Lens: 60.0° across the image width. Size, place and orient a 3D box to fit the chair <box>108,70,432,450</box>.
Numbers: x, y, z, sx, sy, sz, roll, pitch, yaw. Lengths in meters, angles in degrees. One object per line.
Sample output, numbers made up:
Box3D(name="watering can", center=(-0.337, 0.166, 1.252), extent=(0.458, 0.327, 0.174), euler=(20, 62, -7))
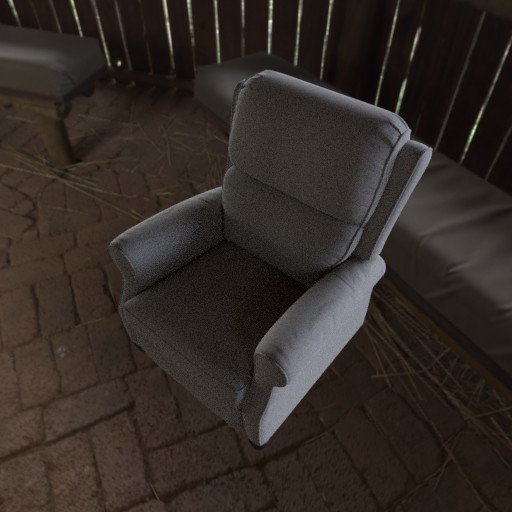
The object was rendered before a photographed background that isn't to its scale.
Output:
Box3D(name="chair", center=(0.000, 0.000, 1.709), extent=(0.859, 1.046, 0.919), euler=(31, 54, 26))
